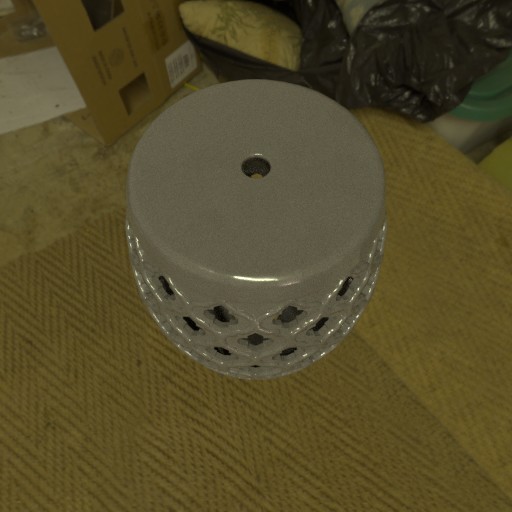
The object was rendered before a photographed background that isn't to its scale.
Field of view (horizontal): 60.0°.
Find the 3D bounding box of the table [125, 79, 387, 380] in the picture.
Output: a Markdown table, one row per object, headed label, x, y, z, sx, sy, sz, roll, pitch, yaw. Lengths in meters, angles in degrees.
| label | x | y | z | sx | sy | sz | roll | pitch | yaw |
| --- | --- | --- | --- | --- | --- | --- | --- | --- | --- |
| table | 0.000 | 0.000 | 0.615 | 0.325 | 0.388 | 0.325 | 0 | 62 | 0 |
